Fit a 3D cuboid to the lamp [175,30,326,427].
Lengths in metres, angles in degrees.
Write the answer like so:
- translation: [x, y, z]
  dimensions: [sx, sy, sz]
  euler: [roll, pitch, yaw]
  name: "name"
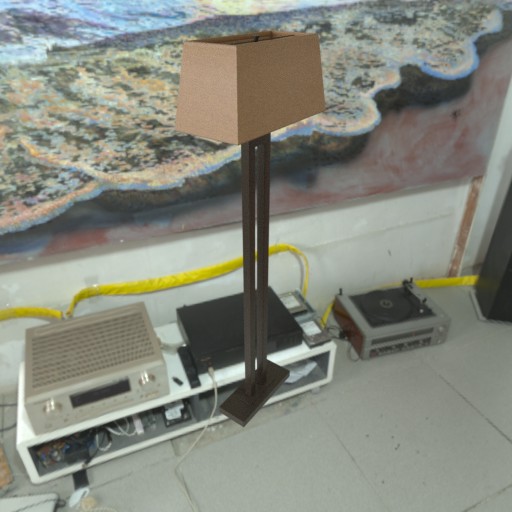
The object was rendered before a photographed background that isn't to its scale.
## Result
- translation: [0.000, 0.000, 1.642]
  dimensions: [0.233, 1.469, 0.475]
  euler: [21, 37, 30]
  name: "lamp"
